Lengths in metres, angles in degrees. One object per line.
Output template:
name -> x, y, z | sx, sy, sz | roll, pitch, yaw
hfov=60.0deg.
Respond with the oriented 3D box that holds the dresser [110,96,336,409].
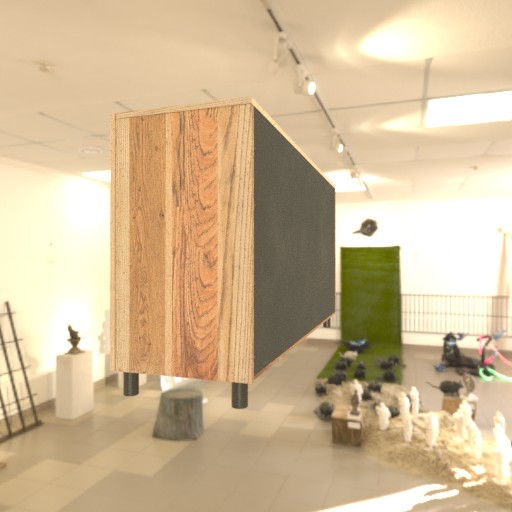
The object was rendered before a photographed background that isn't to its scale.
dresser -> 0.000, 0.000, 1.978 | 0.487, 0.834, 1.547 | 0, 0, 18
